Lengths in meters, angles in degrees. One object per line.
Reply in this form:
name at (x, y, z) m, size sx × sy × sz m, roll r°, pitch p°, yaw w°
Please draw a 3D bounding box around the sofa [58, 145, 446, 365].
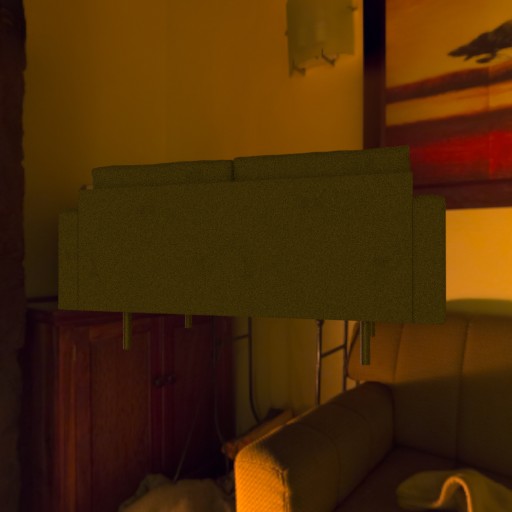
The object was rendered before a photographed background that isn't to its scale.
sofa at (0.000, 0.000, 2.298) m, size 1.730 × 0.897 × 0.889 m, roll 0°, pitch 0°, yaw 17°
